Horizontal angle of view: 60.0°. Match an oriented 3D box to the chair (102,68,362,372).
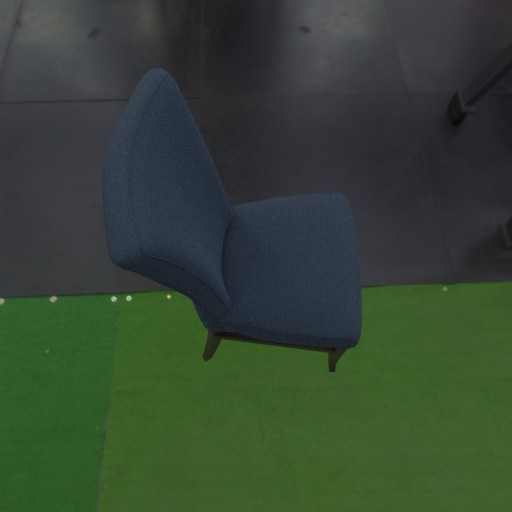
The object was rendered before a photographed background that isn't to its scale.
[{"bbox_3d":[0.000,0.000,1.369,0.660,0.991,0.520,1,63,0],"label":"chair"}]
